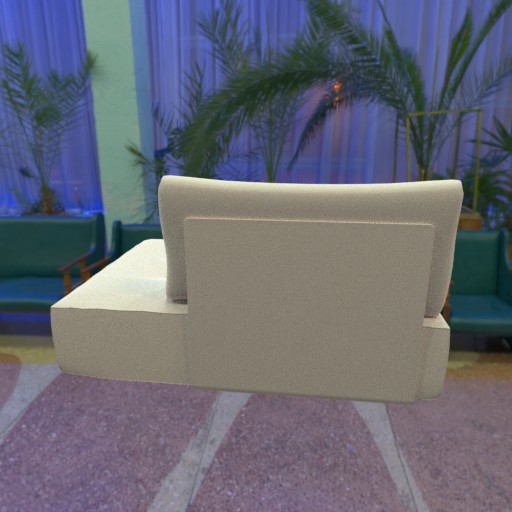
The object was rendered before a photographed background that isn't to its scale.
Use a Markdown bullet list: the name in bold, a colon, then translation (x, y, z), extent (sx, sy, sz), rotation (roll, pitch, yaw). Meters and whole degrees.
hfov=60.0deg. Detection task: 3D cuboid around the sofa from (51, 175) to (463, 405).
- **sofa**: translation (0.000, 0.000, 2.005), extent (1.450, 0.820, 1.000), rotation (2, 17, 7)
